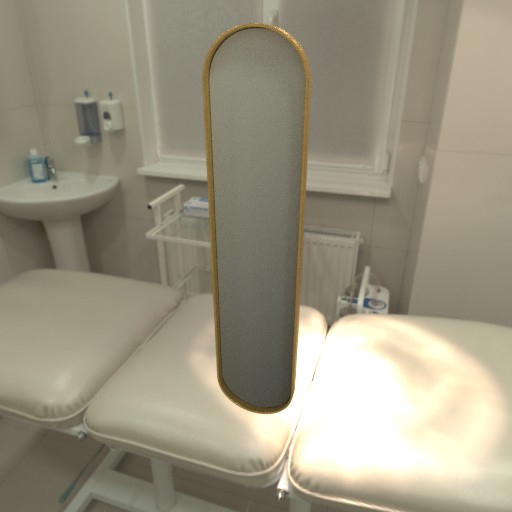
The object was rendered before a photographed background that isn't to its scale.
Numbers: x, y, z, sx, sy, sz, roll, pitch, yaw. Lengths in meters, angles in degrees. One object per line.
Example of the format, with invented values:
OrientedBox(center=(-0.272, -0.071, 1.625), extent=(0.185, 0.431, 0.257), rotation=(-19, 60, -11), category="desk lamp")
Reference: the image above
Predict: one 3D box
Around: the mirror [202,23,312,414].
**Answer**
OrientedBox(center=(0.000, 0.000, 1.065), extent=(0.222, 0.991, 0.032), rotation=(8, 28, 16), category="mirror")
